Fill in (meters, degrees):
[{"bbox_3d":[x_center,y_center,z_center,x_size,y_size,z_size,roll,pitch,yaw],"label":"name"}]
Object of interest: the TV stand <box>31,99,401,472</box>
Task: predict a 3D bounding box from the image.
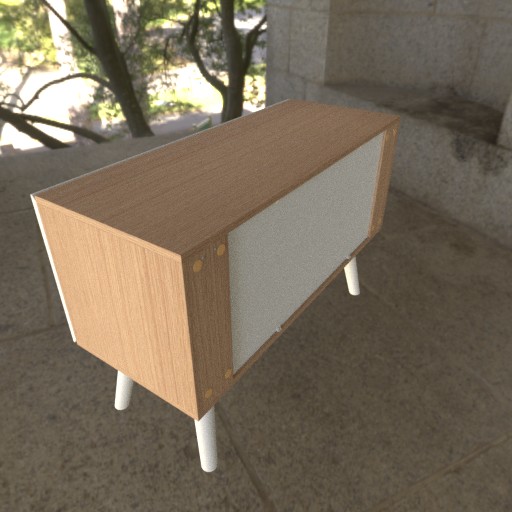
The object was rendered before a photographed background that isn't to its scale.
[{"bbox_3d":[0.000,0.000,1.302,0.407,0.660,0.991,20,37,29],"label":"TV stand"}]
